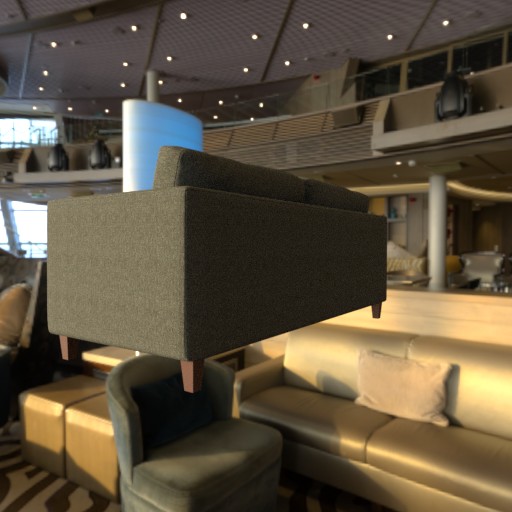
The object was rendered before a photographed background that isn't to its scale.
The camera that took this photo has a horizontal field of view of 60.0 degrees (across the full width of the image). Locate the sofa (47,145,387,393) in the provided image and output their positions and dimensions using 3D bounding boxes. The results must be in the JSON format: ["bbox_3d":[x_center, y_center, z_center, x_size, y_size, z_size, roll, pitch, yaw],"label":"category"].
[{"bbox_3d":[0.000,0.000,2.733,0.948,0.965,2.208,1,2,35],"label":"sofa"}]
